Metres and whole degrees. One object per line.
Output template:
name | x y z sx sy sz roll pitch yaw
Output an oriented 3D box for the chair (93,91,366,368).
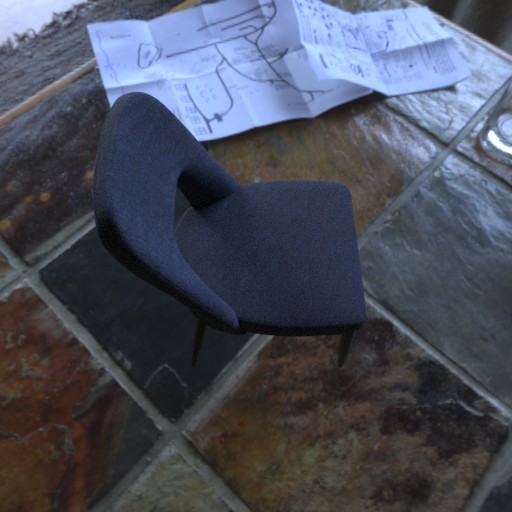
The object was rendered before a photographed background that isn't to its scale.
chair | 0.000 0.000 1.252 0.612 0.931 0.470 -1 63 0
